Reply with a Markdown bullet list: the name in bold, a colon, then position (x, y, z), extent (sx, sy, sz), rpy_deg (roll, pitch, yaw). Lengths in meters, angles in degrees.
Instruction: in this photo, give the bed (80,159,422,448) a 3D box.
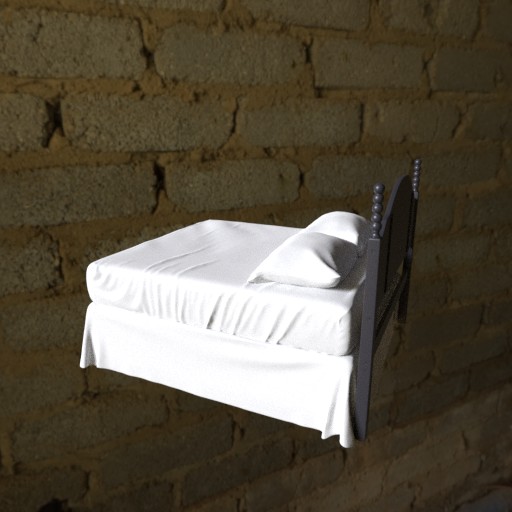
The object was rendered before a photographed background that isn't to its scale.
- **bed**: position (0.000, 0.000, 3.262), extent (2.040, 1.356, 1.873), rpy_deg (8, 18, 24)
